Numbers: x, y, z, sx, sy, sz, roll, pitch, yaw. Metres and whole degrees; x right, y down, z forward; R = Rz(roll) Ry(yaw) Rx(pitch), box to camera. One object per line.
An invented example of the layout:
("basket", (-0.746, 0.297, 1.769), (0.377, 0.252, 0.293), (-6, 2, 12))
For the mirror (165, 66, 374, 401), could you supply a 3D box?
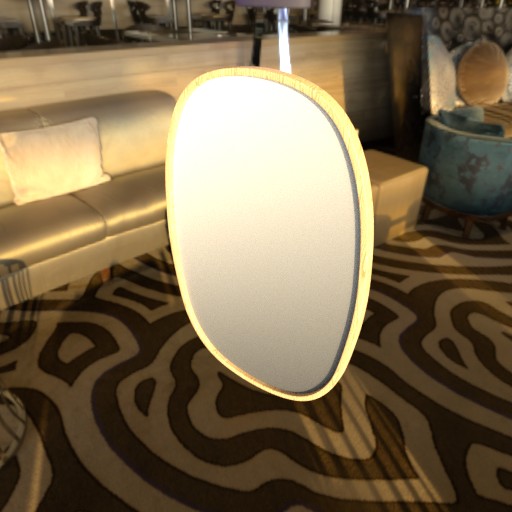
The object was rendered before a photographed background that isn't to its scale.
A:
("mirror", (0.000, 0.000, 1.362), (0.724, 1.075, 0.037), (20, 36, 30))
